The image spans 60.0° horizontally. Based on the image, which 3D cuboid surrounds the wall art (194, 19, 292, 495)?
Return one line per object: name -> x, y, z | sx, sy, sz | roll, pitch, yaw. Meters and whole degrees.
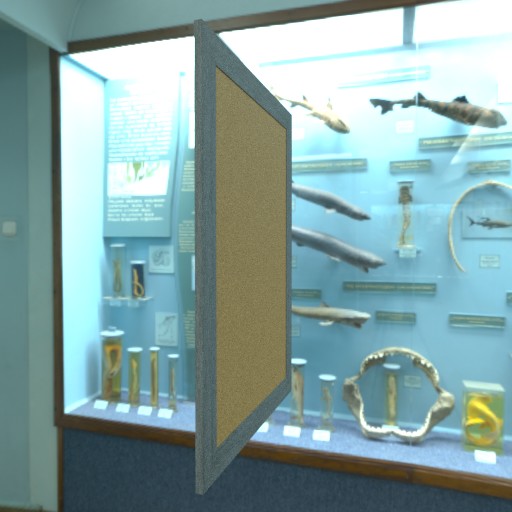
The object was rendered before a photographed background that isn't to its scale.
wall art -> 0.000, 0.000, 1.361 | 0.020, 1.070, 0.768 | 1, 1, 20
